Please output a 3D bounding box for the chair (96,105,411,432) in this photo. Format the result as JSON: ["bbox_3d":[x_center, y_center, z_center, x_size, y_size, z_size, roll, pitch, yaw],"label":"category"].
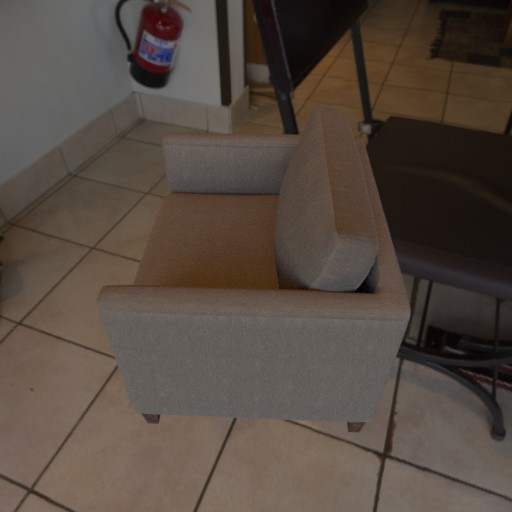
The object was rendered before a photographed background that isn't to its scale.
[{"bbox_3d":[0.000,0.000,1.844,0.959,0.963,1.107,2,43,2],"label":"chair"}]
